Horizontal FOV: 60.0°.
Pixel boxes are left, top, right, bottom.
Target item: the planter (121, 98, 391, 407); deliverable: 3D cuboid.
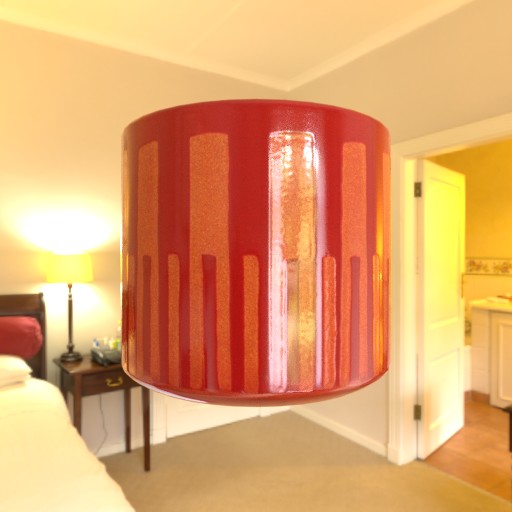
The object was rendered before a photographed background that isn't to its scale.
[{"bbox_3d":[0.000,0.000,0.395,0.230,0.202,0.230,0,0,0],"label":"planter"}]
